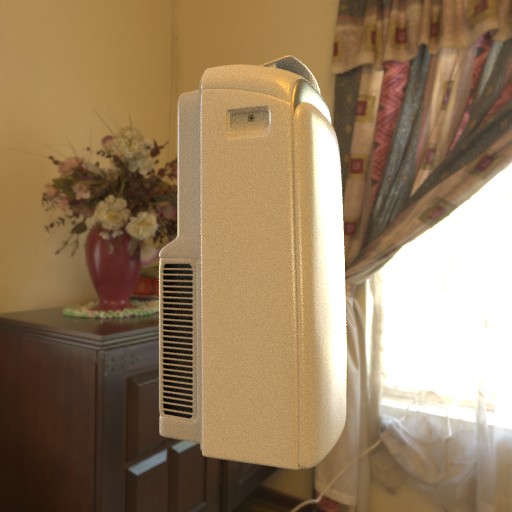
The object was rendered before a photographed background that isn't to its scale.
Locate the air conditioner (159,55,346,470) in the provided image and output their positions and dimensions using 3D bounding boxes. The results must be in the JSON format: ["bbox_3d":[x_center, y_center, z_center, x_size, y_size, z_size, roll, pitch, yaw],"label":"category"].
[{"bbox_3d":[0.000,0.000,1.045,0.414,0.786,0.449,0,0,17],"label":"air conditioner"}]
